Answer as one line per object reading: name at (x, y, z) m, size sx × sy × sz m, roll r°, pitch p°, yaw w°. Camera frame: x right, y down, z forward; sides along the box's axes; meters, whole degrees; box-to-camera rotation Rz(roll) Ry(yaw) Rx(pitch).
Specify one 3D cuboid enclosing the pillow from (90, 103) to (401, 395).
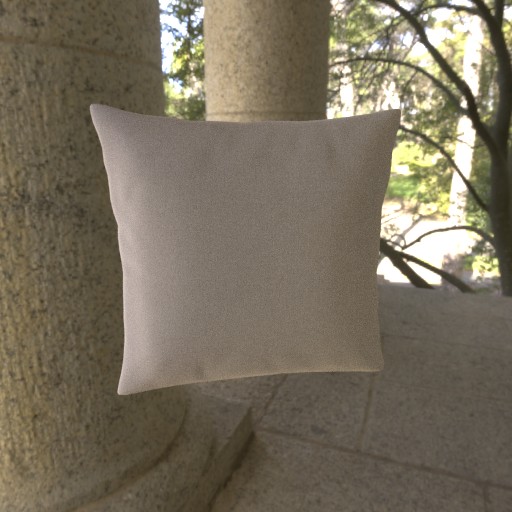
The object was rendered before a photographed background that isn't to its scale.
pillow at (0.000, 0.000, 0.794) m, size 0.523 × 0.510 × 0.166 m, roll -2°, pitch 14°, yaw -9°
